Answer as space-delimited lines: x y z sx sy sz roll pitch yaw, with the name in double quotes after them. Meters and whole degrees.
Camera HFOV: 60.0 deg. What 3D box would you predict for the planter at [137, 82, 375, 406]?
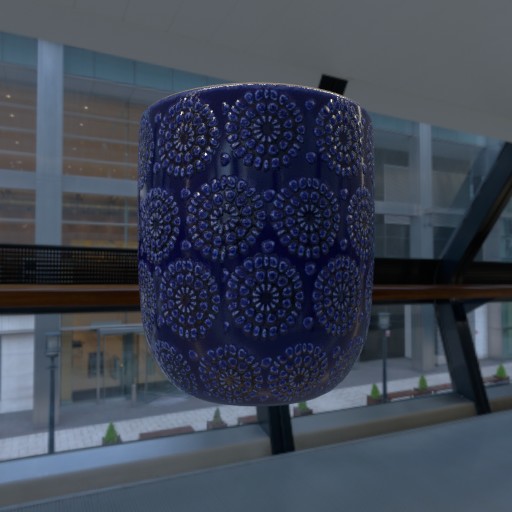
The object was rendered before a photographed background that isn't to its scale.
0.000 0.000 0.354 0.184 0.206 0.184 0 -2 0 "planter"
